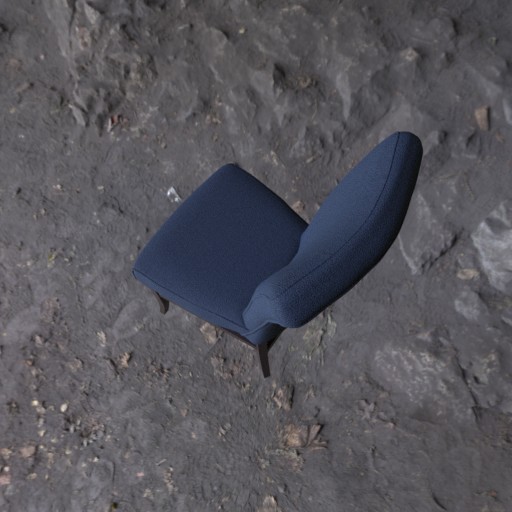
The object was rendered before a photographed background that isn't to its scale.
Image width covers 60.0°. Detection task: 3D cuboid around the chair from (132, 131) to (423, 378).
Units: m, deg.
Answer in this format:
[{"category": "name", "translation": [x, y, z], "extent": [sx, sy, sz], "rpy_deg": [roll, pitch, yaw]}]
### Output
[{"category": "chair", "translation": [0.000, 0.000, 1.371], "extent": [0.660, 0.991, 0.520], "rpy_deg": [33, 69, 14]}]
